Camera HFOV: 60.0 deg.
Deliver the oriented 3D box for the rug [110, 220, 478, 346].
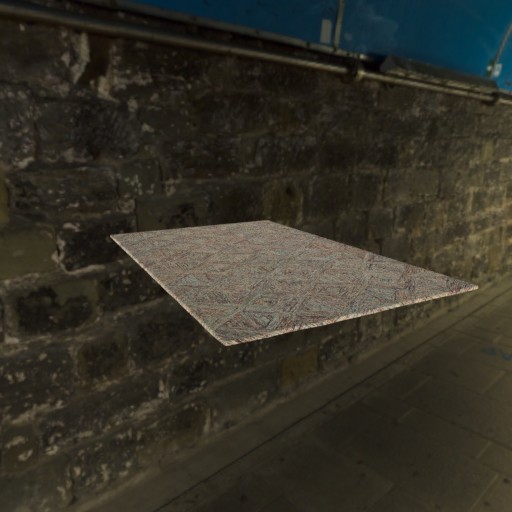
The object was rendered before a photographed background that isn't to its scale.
[{"bbox_3d":[0.000,0.000,2.300,1.143,0.014,1.761,-8,16,-27],"label":"rug"}]
